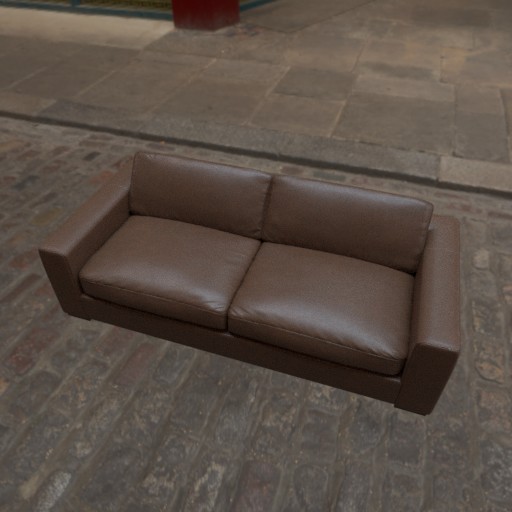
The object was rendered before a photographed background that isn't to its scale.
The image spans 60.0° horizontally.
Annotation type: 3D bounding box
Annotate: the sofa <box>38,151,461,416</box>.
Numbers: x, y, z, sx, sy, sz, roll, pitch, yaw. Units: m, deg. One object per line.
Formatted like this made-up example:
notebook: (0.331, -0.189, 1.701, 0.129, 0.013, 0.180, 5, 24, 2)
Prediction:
sofa: (0.000, 0.000, 2.681, 2.262, 0.801, 1.070, 12, 43, 14)
